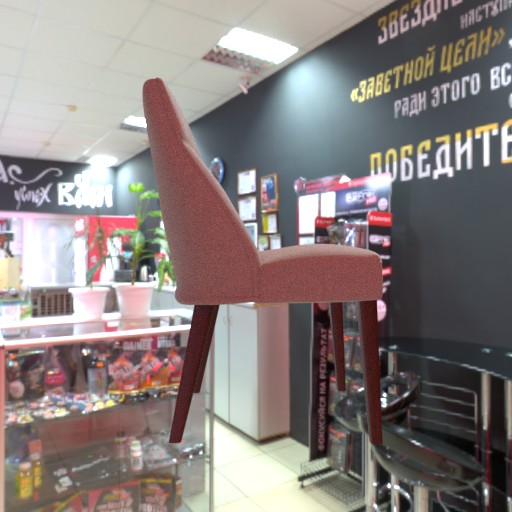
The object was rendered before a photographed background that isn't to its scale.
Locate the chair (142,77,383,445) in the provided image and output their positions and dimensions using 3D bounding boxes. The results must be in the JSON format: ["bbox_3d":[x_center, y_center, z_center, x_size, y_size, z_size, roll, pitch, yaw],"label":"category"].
[{"bbox_3d":[0.000,0.000,1.310,0.620,0.930,0.500,0,0,-1],"label":"chair"}]
